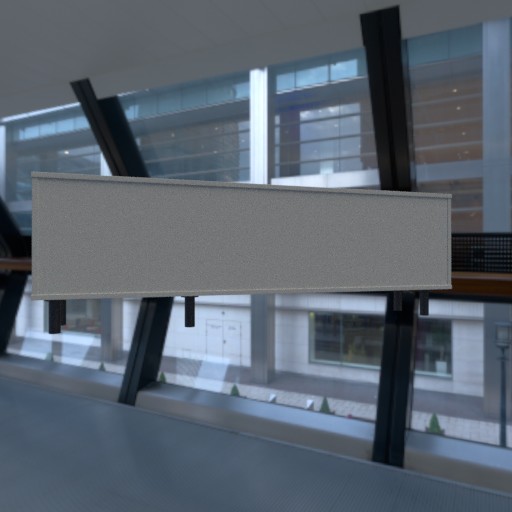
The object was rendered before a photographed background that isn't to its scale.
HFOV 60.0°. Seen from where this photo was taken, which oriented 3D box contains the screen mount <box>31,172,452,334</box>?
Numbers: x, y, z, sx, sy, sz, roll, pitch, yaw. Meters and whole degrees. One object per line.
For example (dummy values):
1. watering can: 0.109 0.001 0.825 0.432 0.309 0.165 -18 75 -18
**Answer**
1. screen mount: 0.000 0.000 1.818 1.600 0.520 0.418 0 0 -18
